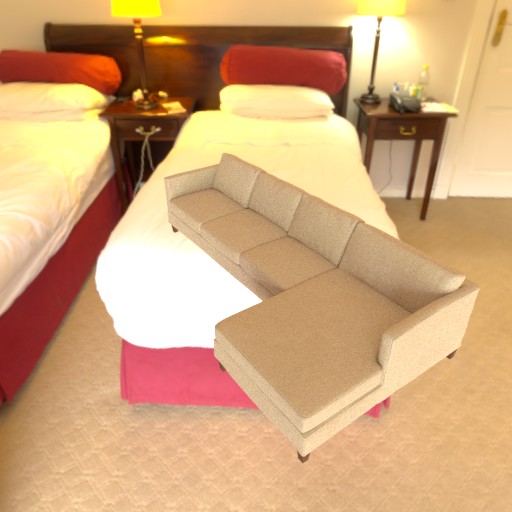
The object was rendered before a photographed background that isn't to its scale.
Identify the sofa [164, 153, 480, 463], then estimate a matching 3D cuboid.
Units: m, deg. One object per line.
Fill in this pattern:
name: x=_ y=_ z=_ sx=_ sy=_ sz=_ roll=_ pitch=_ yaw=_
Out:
sofa: x=0.000 y=0.000 z=3.937 sx=1.625 sy=0.846 sz=3.186 roll=-21 pitch=38 yaw=-30
